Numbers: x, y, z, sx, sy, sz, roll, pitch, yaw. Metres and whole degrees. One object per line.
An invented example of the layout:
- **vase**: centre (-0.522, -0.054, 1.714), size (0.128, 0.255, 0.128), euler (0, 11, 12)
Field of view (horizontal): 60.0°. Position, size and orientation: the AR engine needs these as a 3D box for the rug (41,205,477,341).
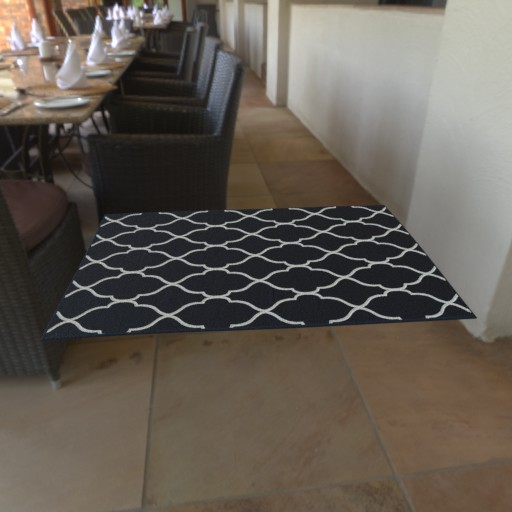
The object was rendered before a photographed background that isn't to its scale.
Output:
- **rug**: centre (0.000, 0.000, 2.957), size (2.290, 0.014, 1.526), euler (-2, 30, -4)
